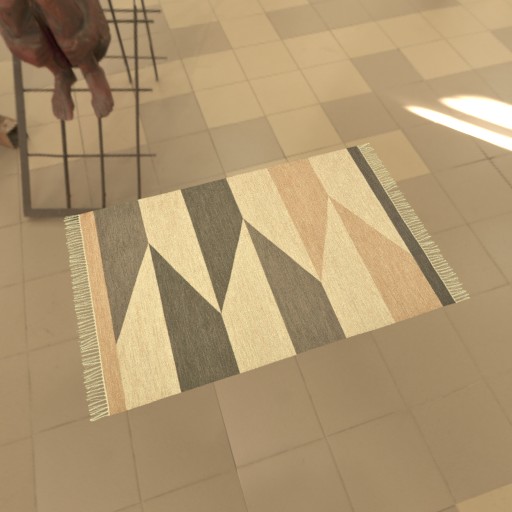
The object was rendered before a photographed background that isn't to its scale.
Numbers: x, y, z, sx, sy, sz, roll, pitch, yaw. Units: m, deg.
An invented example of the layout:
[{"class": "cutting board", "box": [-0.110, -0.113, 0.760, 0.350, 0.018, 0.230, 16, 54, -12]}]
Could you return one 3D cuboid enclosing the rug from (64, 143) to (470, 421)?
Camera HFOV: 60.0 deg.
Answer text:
[{"class": "rug", "box": [0.000, 0.000, 2.495, 2.021, 0.027, 1.224, -16, 59, -10]}]
